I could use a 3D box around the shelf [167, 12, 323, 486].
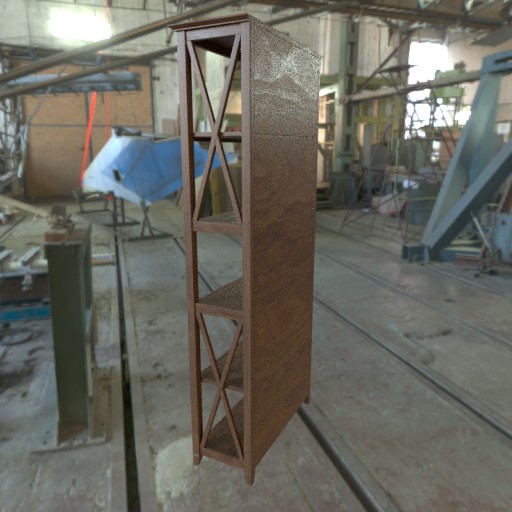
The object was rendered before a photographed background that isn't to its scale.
[{"bbox_3d":[0.000,0.000,2.145,0.335,1.905,0.805,7,15,26],"label":"shelf"}]
